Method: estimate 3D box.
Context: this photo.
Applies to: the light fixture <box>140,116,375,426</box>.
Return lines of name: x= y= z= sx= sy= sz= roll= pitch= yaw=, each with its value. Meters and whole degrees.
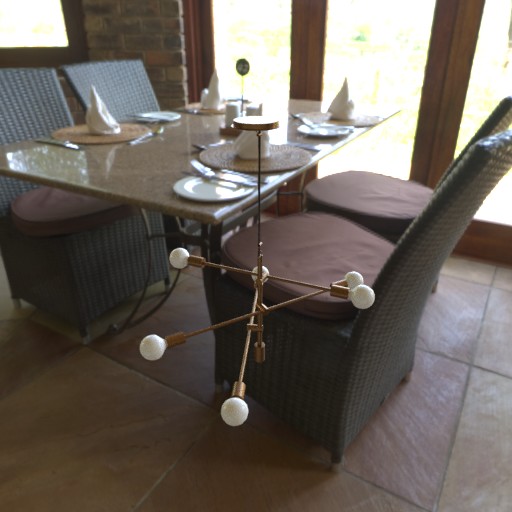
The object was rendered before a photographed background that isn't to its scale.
light fixture: x=0.000 y=0.000 z=1.245 sx=0.637 sy=0.744 sz=0.682 roll=17 pitch=31 yaw=30
